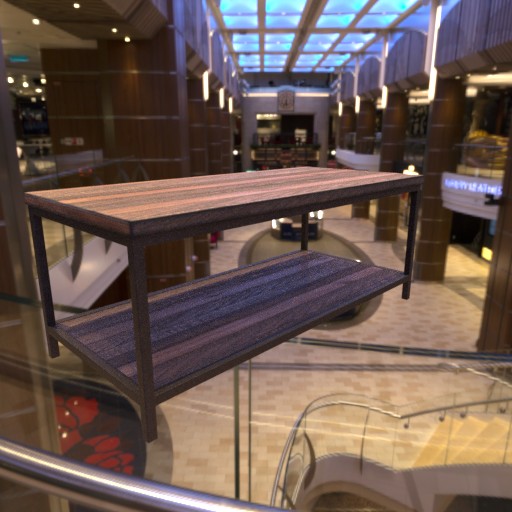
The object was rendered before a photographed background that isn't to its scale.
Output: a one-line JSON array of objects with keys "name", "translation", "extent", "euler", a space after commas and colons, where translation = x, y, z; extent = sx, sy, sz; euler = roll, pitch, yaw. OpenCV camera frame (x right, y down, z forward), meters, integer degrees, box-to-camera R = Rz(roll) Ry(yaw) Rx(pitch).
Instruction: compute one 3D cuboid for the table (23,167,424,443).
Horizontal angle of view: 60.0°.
[{"name": "table", "translation": [0.000, 0.000, 1.209], "extent": [0.452, 0.399, 0.990], "euler": [15, 22, 43]}]
